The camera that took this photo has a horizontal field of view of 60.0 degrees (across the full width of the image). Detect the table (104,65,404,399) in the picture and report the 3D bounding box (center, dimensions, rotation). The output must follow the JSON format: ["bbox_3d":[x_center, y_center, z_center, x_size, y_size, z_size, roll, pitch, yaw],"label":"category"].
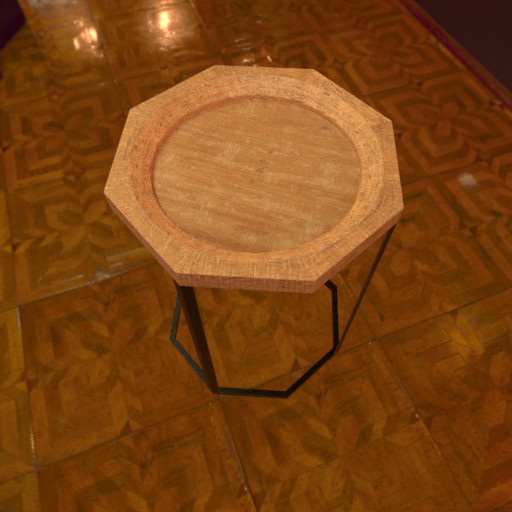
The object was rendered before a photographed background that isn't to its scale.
[{"bbox_3d":[0.000,0.000,0.872,0.437,0.553,0.437,-16,60,-10],"label":"table"}]
